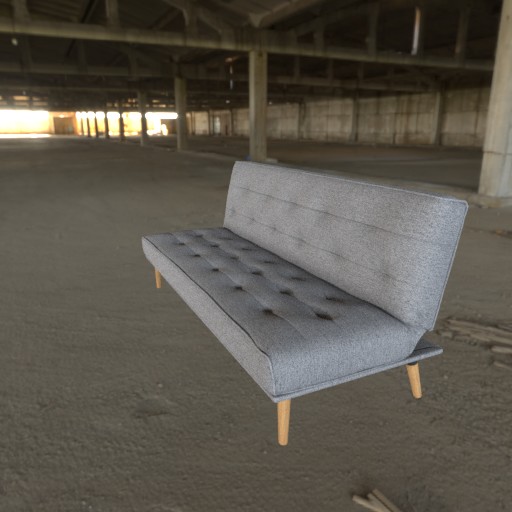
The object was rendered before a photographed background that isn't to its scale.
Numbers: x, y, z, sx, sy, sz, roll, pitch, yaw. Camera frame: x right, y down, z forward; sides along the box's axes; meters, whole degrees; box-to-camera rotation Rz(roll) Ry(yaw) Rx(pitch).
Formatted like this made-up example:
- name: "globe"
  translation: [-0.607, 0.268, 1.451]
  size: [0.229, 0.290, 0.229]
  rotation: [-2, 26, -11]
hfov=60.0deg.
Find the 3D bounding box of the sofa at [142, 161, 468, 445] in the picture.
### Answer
- name: "sofa"
  translation: [0.000, 0.000, 2.293]
  size: [0.810, 0.830, 1.820]
  rotation: [-8, 18, -25]
